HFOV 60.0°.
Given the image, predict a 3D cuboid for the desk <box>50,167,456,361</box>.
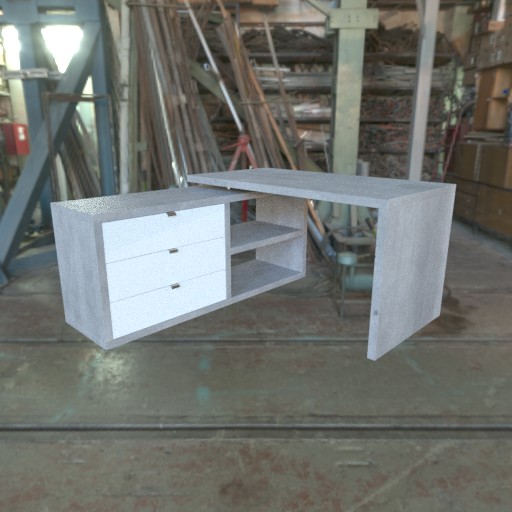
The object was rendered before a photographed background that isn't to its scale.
[{"bbox_3d":[0.000,0.000,2.331,1.400,0.740,1.500,15,22,42],"label":"desk"}]
